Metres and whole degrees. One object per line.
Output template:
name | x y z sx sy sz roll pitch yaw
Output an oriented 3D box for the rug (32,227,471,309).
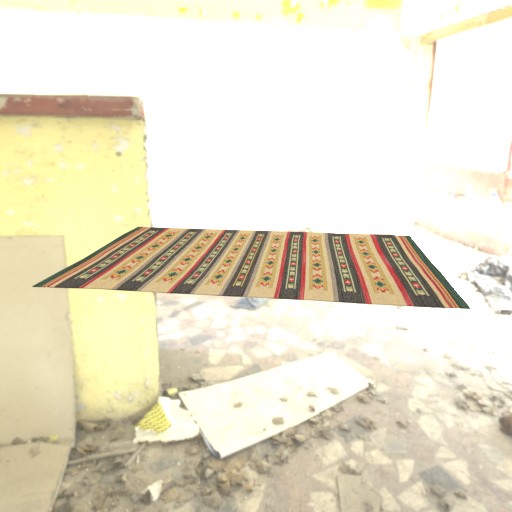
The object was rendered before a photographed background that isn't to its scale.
rug | 0.000 0.000 3.017 2.311 0.010 1.522 2 16 7
